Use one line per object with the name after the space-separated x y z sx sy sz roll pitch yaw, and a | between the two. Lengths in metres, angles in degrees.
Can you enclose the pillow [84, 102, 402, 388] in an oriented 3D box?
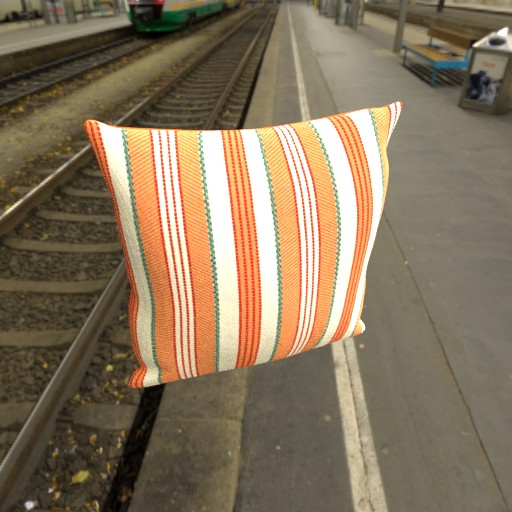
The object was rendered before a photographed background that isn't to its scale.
0.000 0.000 0.678 0.440 0.441 0.182 -10 32 -15 | pillow
